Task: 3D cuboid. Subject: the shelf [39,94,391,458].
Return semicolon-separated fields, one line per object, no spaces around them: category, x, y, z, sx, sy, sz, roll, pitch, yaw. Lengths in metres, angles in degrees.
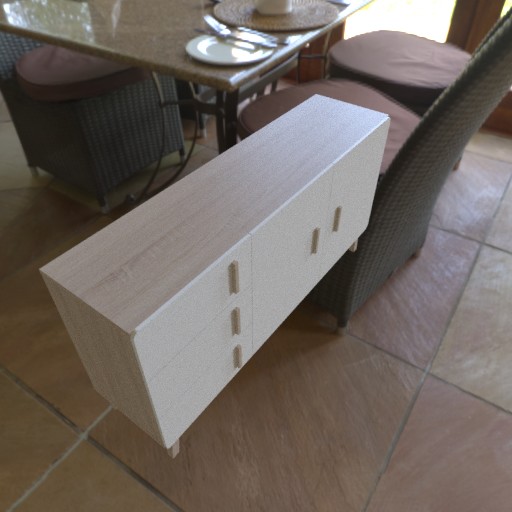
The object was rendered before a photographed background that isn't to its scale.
shelf;0.000;0.000;1.851;0.400;0.780;1.490;27;49;26
